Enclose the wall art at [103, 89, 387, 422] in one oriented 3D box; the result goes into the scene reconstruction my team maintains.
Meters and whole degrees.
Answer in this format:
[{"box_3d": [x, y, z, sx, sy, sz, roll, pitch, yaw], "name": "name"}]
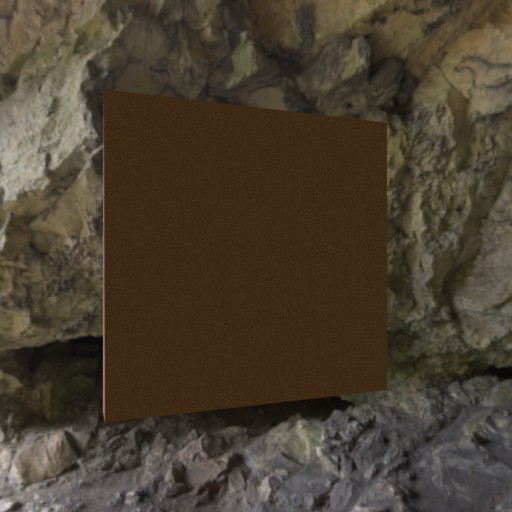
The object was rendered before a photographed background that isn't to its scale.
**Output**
[{"box_3d": [0.000, 0.000, 0.594, 0.386, 0.385, 0.038, 0, 0, -19], "name": "wall art"}]
